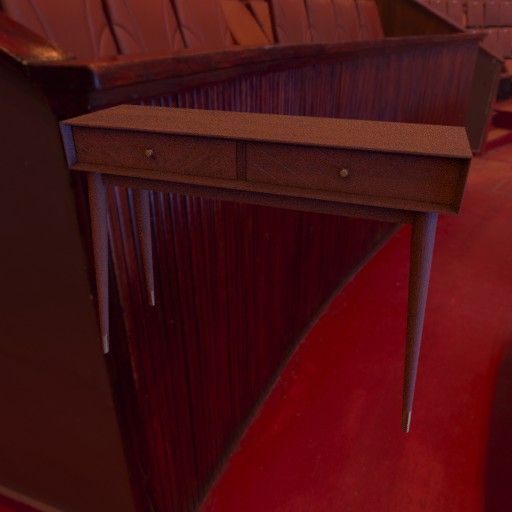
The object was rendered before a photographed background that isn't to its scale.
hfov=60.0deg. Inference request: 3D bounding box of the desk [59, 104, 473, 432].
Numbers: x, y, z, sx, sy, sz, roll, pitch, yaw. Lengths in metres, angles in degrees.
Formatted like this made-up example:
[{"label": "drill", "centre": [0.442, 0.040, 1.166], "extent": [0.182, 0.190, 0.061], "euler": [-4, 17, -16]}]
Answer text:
[{"label": "desk", "centre": [0.000, 0.000, 1.578], "extent": [1.204, 0.917, 0.384], "euler": [9, 29, 17]}]
